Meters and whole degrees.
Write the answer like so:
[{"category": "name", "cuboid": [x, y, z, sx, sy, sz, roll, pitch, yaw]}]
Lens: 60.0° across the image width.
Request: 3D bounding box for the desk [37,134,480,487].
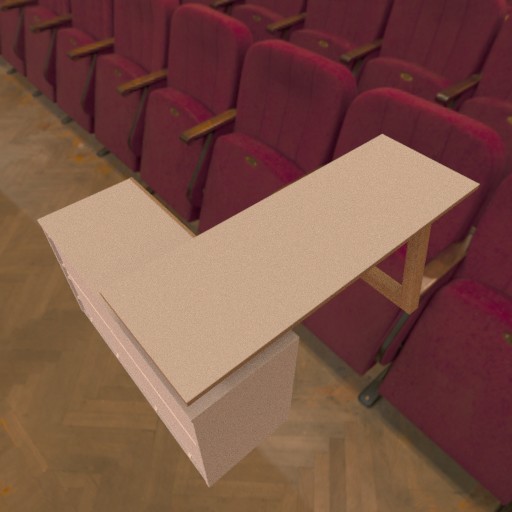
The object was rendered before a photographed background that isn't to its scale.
[{"category": "desk", "cuboid": [0.000, 0.000, 2.011, 1.404, 0.755, 1.098, -32, 54, -26]}]
